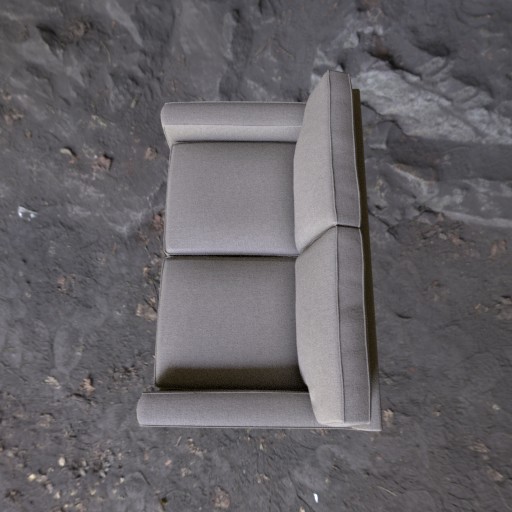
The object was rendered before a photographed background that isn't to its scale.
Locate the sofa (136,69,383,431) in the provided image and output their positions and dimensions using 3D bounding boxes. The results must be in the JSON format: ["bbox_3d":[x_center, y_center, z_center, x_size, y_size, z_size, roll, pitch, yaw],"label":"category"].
[{"bbox_3d":[0.000,0.000,2.058,0.940,0.853,1.484,1,73,0],"label":"sofa"}]
